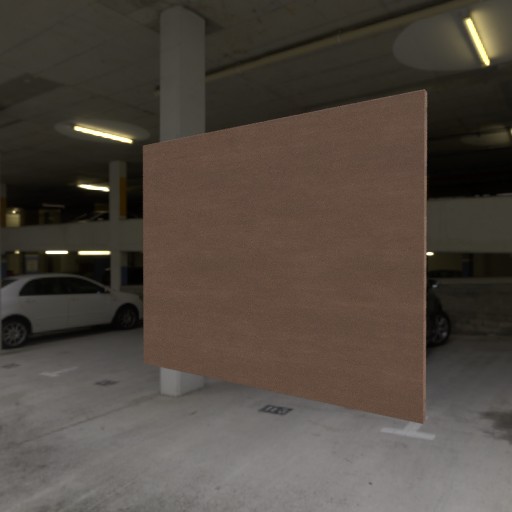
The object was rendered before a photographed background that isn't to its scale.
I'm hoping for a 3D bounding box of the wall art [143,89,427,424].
[{"bbox_3d":[0.000,0.000,0.691,0.508,0.408,0.012,1,1,35],"label":"wall art"}]
